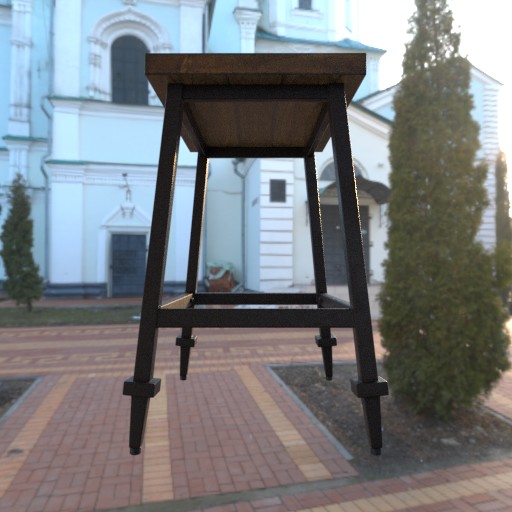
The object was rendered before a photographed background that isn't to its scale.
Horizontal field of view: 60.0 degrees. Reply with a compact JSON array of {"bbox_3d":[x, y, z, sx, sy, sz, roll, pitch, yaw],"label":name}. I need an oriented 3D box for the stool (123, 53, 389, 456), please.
[{"bbox_3d":[0.000,0.000,0.920,0.405,0.625,0.486,0,-1,0],"label":"stool"}]
